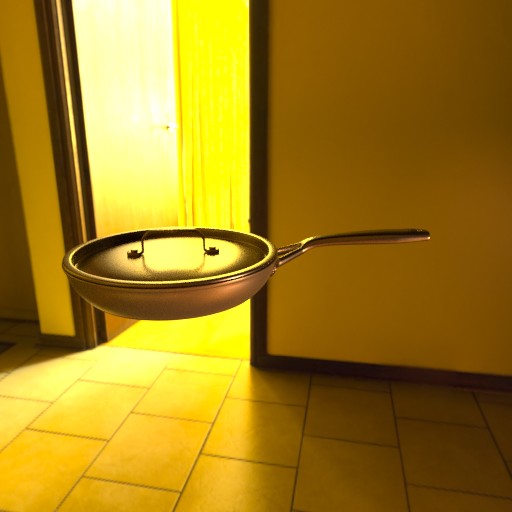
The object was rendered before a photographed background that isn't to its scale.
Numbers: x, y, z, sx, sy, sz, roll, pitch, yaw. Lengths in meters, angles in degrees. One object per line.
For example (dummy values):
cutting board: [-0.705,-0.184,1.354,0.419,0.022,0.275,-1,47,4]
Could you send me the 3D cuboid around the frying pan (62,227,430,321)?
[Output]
frying pan: [0.000,0.000,0.600,0.490,0.086,0.272,-2,17,-8]
